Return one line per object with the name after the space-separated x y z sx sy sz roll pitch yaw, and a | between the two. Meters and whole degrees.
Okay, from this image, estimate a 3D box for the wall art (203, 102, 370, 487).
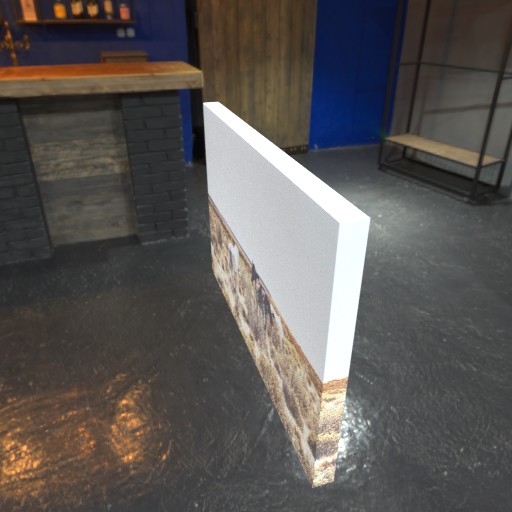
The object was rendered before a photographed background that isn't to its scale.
0.000 0.000 1.157 0.050 0.610 0.914 -9 31 -16 | wall art
